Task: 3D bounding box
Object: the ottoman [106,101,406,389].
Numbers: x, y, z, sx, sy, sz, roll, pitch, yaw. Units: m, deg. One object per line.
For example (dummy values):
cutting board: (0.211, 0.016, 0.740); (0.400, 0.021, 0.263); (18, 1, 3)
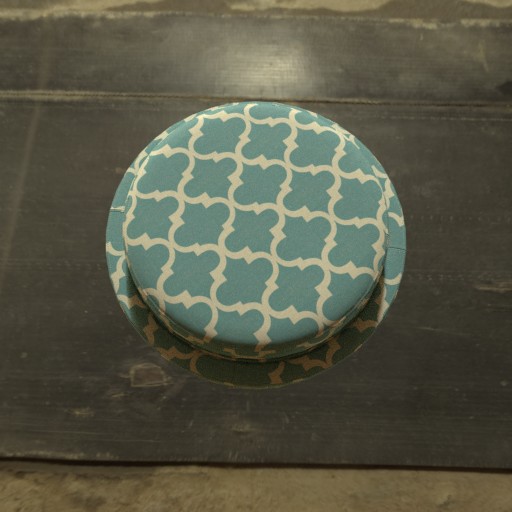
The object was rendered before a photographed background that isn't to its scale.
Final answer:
ottoman: (0.000, 0.000, 0.833); (0.480, 0.429, 0.480); (0, 73, 0)
